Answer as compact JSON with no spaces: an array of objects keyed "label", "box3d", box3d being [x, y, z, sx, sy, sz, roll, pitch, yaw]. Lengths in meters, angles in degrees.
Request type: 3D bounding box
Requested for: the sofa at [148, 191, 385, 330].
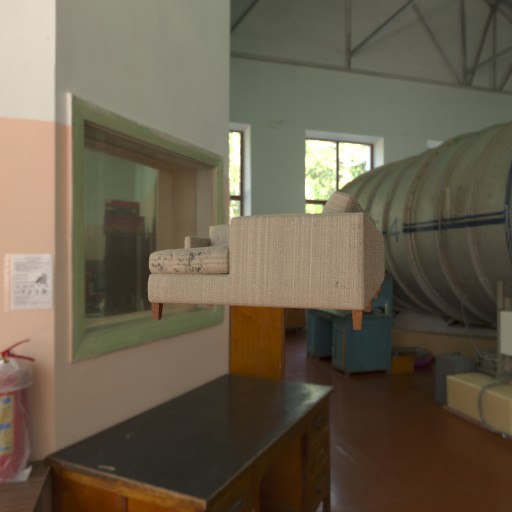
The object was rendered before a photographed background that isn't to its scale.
[{"label":"sofa","box3d":[0.000,0.000,4.819,2.594,0.961,3.460,0,0,18]}]
